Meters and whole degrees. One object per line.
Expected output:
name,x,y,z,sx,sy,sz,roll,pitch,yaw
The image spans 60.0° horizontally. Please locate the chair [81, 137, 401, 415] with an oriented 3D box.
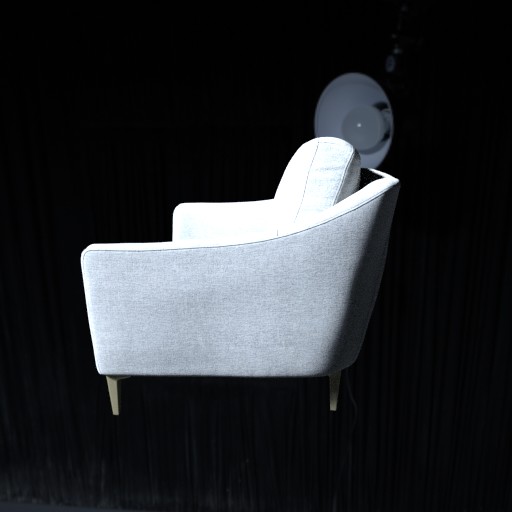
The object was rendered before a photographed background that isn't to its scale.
chair,0.000,0.000,1.747,0.961,0.902,0.986,2,15,7
